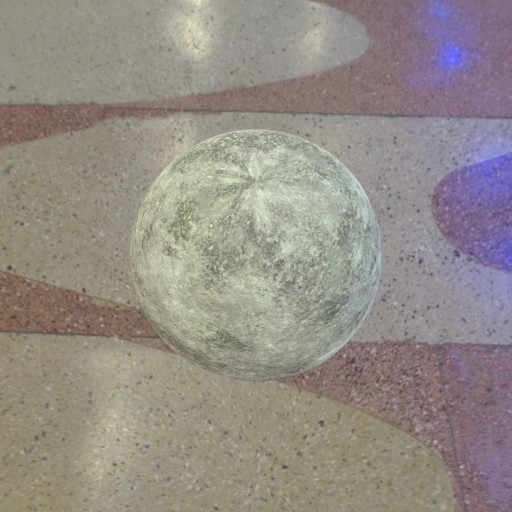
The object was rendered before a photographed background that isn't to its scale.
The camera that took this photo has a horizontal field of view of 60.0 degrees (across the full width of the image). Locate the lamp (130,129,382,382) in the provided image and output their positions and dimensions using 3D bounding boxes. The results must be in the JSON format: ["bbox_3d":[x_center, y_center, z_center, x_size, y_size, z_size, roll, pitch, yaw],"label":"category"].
[{"bbox_3d":[0.000,0.000,0.772,0.422,0.429,0.422,0,63,0],"label":"lamp"}]
